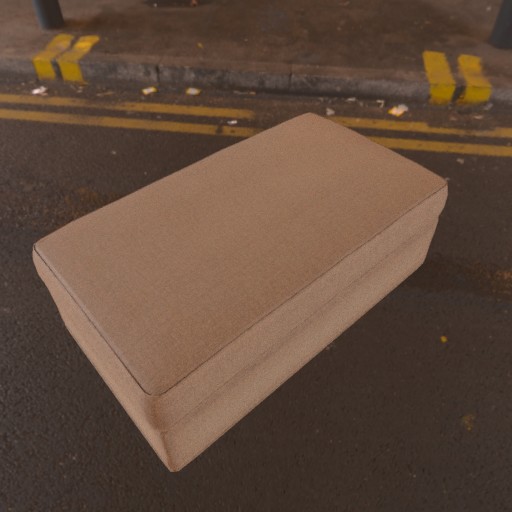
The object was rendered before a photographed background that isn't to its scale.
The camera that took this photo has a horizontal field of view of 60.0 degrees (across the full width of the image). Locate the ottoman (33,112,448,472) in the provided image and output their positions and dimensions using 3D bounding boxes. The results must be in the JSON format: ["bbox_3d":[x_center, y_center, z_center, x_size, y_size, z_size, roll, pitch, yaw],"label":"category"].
[{"bbox_3d":[0.000,0.000,1.384,1.097,0.448,0.617,-33,54,-28],"label":"ottoman"}]
